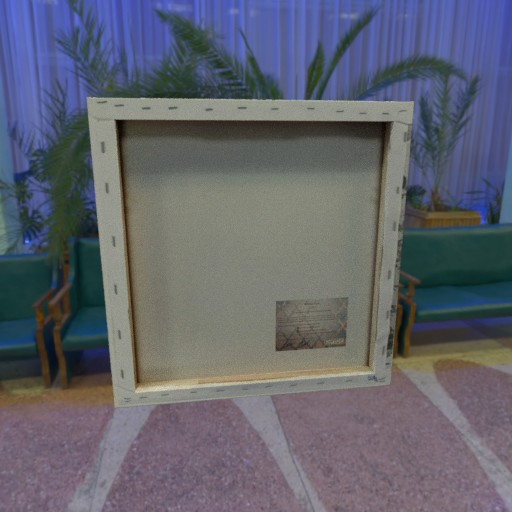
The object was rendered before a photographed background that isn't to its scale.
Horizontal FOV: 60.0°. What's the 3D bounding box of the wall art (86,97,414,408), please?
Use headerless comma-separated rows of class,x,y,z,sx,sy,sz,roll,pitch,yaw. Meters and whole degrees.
wall art,0.000,0.000,0.461,0.302,0.306,0.038,-2,15,-8
